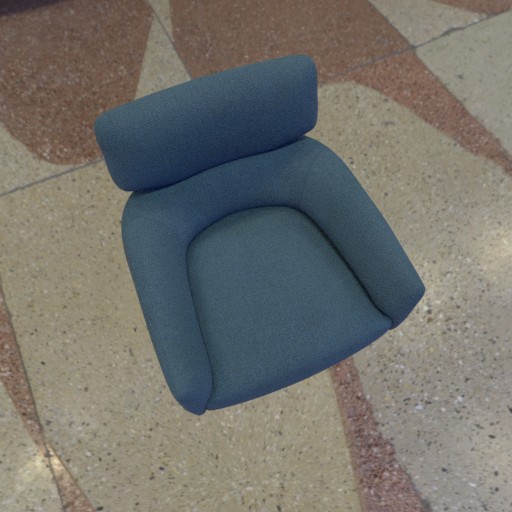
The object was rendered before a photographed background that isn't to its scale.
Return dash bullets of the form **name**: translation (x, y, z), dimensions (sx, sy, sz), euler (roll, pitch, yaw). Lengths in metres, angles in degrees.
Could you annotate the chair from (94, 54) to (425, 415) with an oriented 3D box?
- **chair**: translation (0.000, 0.000, 1.372), dimensions (0.738, 0.813, 0.761), euler (-21, 65, -11)
